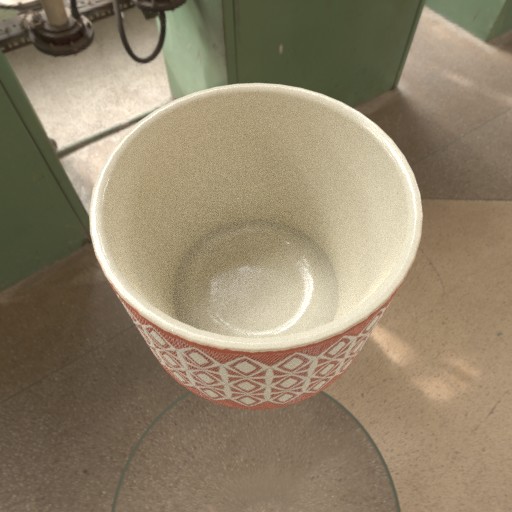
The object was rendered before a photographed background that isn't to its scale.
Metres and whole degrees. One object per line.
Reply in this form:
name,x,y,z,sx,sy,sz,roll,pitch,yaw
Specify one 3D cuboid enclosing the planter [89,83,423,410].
planter,0.000,0.000,0.322,0.192,0.148,0.192,0,59,0
